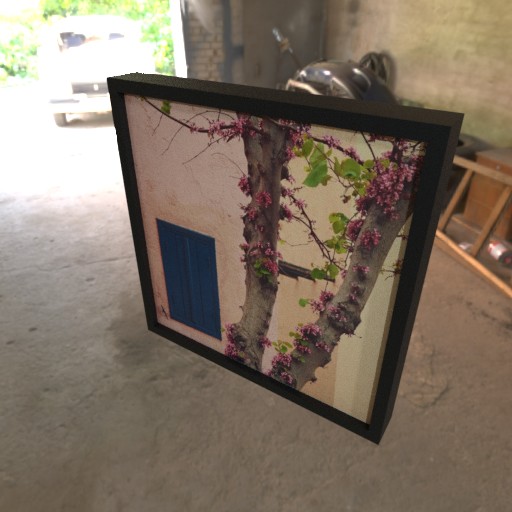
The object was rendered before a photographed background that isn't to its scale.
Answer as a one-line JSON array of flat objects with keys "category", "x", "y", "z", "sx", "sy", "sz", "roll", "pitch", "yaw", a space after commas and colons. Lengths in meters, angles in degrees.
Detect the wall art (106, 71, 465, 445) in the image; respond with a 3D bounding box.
[{"category": "wall art", "x": 0.000, "y": 0.000, "z": 0.429, "sx": 0.305, "sy": 0.304, "sz": 0.038, "roll": 19, "pitch": 36, "yaw": 28}]
